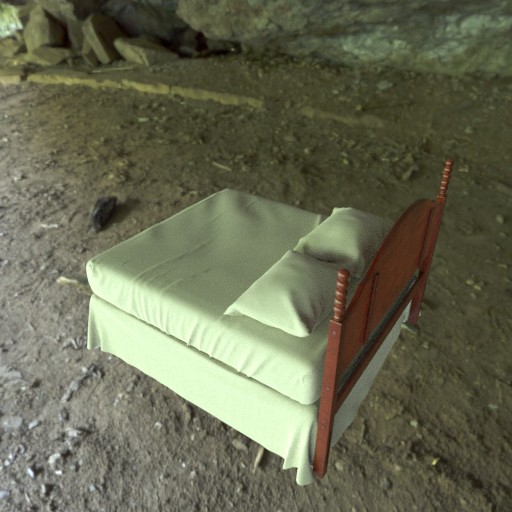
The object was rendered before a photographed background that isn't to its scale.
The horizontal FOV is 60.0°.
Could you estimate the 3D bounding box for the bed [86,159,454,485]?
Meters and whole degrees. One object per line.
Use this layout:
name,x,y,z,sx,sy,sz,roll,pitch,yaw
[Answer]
bed,0.000,0.000,3.155,2.040,1.356,1.873,20,37,29
